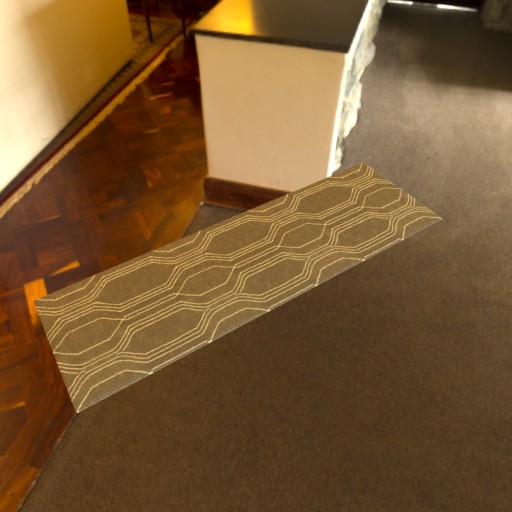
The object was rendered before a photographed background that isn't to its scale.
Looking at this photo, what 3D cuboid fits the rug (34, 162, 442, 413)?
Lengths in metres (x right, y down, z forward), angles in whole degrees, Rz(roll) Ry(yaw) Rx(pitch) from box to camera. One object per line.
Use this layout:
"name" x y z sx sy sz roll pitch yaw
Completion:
"rug" 0.000 0.000 2.717 2.464 0.012 0.773 -25 51 -22
